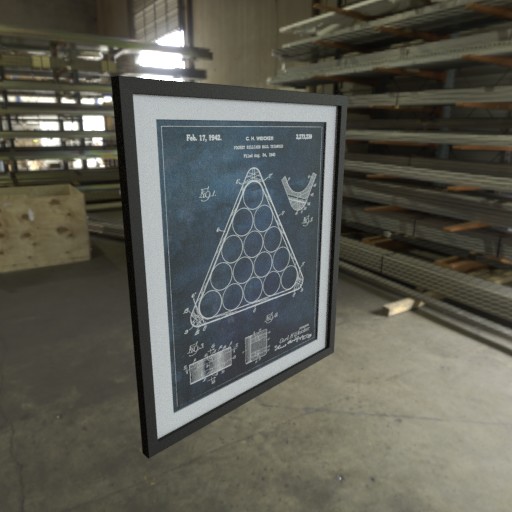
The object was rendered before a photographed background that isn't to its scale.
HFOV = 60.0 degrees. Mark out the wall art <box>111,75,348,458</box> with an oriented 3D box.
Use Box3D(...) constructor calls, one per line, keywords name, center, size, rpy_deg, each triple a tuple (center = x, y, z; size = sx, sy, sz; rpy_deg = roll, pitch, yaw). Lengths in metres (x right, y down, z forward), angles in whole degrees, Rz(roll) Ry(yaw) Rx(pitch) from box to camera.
Box3D(name="wall art", center=(0.000, 0.000, 1.216), size=(0.755, 0.863, 0.028), rpy_deg=(-15, 22, -42))
